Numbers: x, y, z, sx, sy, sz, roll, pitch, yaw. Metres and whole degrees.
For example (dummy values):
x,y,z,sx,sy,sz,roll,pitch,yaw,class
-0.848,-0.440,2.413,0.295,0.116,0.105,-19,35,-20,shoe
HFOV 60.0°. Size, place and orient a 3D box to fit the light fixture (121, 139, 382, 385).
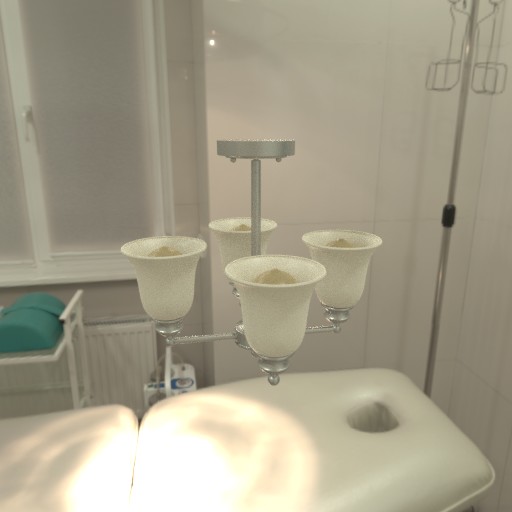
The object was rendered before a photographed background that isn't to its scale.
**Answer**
x,y,z,sx,sy,sz,roll,pitch,yaw,class
0.000,0.000,0.732,0.427,0.370,0.427,-3,16,-10,light fixture
